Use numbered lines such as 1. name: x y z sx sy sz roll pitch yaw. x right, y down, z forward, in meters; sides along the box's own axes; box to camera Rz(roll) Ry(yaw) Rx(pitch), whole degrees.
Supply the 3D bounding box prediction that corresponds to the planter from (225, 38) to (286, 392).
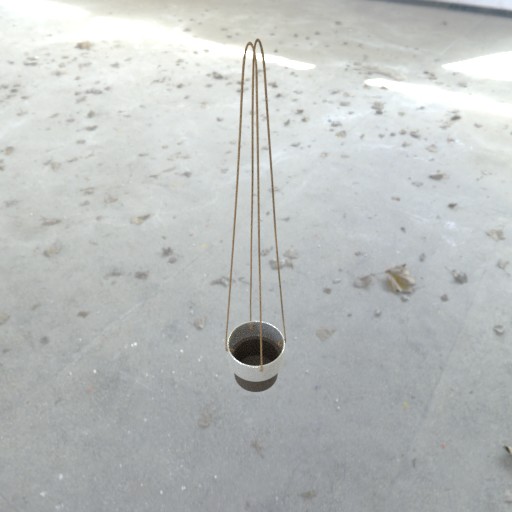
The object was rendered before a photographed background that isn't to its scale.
1. planter: 0.000 0.000 1.180 0.187 1.073 0.187 25 47 26
